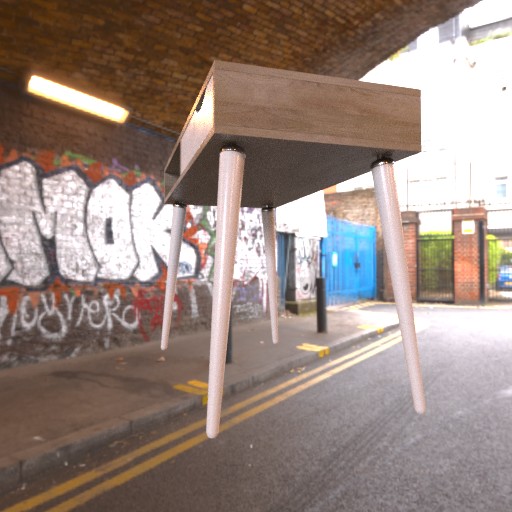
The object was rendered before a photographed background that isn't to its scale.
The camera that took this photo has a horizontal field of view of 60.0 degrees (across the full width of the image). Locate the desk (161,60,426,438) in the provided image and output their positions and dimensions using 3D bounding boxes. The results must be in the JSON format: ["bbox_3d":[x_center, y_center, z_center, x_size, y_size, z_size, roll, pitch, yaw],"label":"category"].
[{"bbox_3d":[0.000,0.000,1.377,0.491,0.723,0.979,0,-2,-17],"label":"desk"}]
